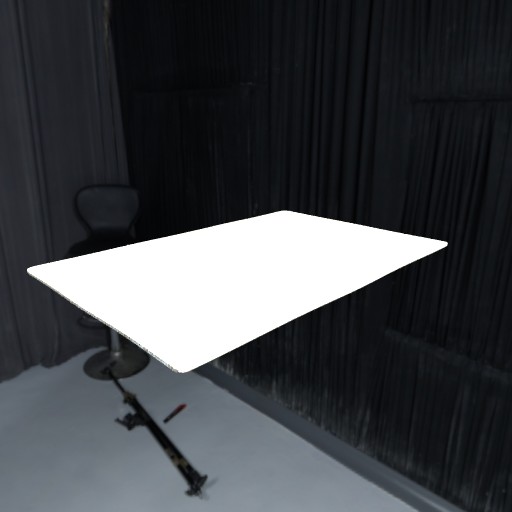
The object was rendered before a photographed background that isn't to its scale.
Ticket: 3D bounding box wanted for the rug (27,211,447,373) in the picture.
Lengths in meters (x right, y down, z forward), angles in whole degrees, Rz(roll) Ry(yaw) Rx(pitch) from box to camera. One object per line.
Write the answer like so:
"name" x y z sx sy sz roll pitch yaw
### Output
"rug" 0.000 0.000 3.345 1.798 0.025 2.698 17 24 42
